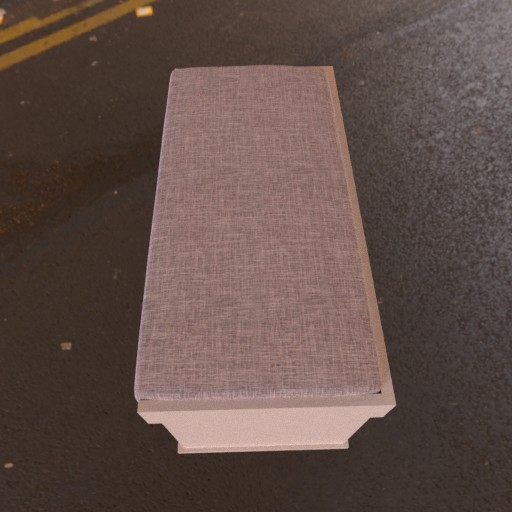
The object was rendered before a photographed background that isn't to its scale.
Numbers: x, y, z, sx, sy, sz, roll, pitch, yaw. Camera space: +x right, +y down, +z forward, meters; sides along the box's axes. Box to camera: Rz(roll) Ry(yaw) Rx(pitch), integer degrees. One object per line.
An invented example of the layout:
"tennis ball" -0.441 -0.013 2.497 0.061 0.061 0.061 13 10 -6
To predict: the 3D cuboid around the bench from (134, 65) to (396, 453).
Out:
"bench" 0.000 0.000 0.963 0.362 0.461 0.734 -1 58 -1
